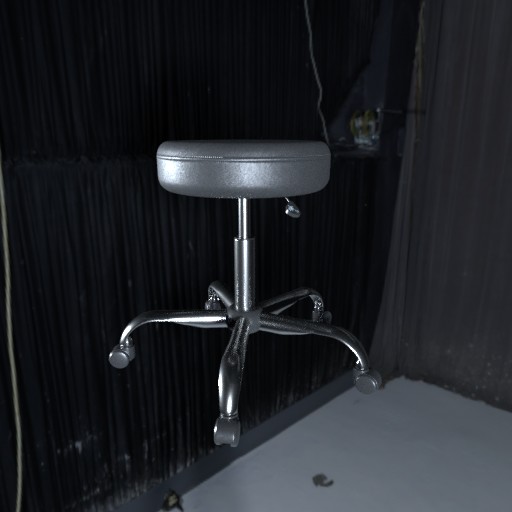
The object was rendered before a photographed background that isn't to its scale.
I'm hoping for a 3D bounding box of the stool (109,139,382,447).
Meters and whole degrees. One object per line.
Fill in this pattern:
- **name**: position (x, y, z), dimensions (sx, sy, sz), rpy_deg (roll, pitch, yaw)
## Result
- **stool**: position (0.000, 0.000, 1.142), dimensions (0.638, 0.576, 0.673), rpy_deg (-15, 21, -42)
